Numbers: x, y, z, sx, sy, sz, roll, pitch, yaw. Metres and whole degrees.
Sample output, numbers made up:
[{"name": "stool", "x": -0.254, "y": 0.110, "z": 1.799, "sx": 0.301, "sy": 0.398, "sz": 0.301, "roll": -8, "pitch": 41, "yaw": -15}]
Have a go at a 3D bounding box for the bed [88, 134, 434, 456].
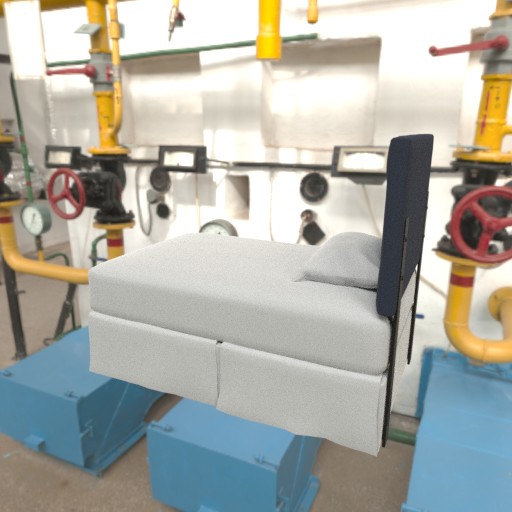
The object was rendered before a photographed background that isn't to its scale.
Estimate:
[{"name": "bed", "x": 0.000, "y": 0.000, "z": 2.949, "sx": 1.997, "sy": 1.571, "sz": 1.261, "roll": 8, "pitch": 18, "yaw": 25}]
